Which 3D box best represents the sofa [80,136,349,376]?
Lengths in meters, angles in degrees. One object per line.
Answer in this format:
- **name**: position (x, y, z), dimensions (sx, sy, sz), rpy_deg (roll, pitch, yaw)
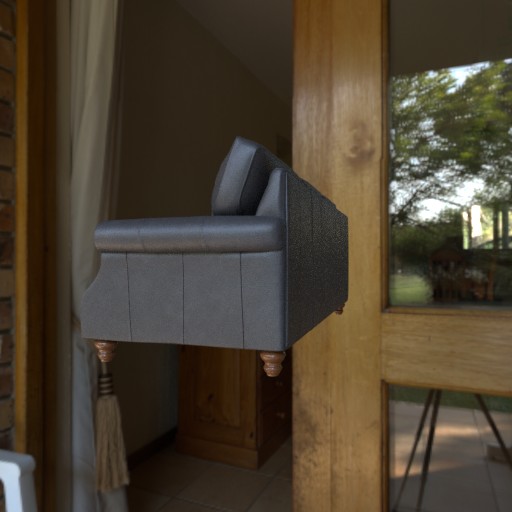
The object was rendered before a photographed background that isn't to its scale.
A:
- **sofa**: position (0.000, 0.000, 2.906), dimensions (0.974, 0.977, 2.387), rpy_deg (0, 0, 18)
